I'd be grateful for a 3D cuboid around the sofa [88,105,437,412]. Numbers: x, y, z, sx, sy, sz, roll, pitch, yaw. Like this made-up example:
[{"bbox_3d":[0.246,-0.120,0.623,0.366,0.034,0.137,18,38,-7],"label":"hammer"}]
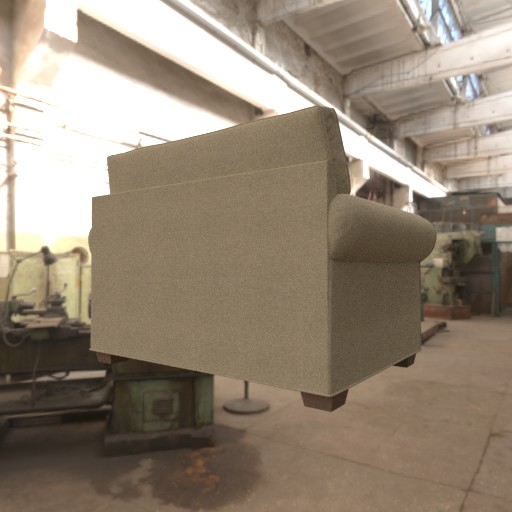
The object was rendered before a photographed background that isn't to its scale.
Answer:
[{"bbox_3d":[0.000,0.000,2.079,1.405,0.991,0.936,-1,-1,36],"label":"sofa"}]
